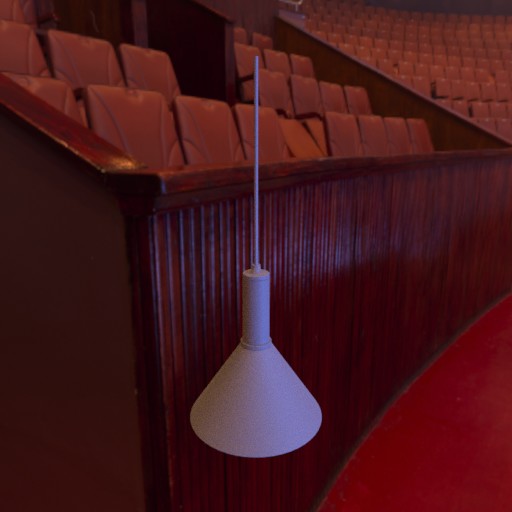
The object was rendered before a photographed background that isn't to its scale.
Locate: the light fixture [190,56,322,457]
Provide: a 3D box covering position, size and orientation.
[{"bbox_3d":[0.000,0.000,0.821,0.267,0.683,0.267,7,17,25],"label":"light fixture"}]
